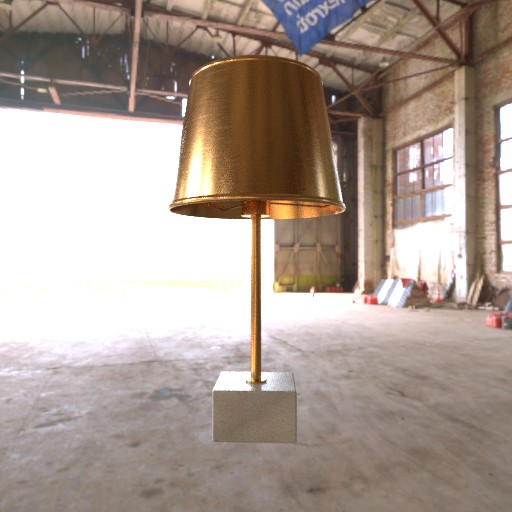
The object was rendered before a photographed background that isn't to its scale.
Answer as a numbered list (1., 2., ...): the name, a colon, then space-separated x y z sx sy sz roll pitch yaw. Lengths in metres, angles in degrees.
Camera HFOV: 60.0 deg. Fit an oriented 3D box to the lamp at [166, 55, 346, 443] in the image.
1. lamp: 0.000 0.000 0.524 0.208 0.406 0.208 0 -1 0
